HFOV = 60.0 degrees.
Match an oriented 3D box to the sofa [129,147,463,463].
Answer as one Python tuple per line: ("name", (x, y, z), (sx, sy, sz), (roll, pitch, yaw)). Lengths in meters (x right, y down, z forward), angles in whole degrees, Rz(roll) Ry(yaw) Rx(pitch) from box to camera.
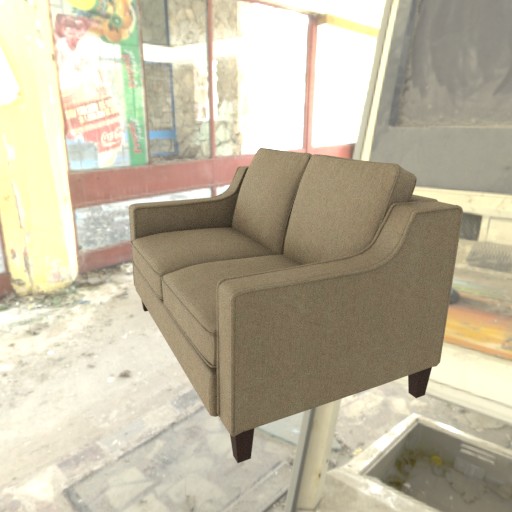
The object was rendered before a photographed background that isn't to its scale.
("sofa", (0.000, 0.000, 2.176), (0.985, 0.981, 1.503), (-9, 20, -25))
